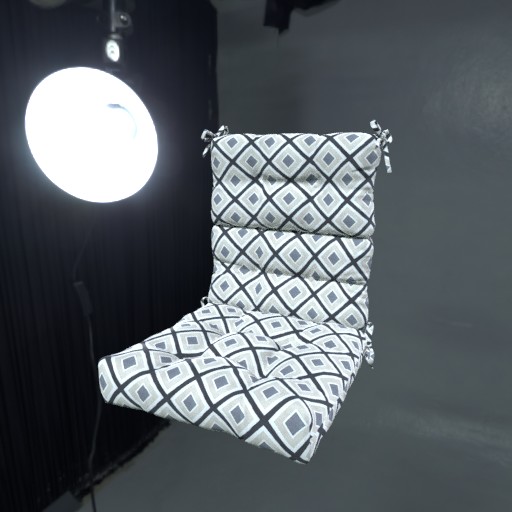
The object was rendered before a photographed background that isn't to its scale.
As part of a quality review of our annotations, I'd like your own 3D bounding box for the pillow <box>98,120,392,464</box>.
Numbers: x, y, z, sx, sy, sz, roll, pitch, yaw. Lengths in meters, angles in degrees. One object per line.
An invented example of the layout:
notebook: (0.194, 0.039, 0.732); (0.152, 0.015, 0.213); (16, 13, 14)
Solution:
pillow: (0.000, 0.000, 1.011); (0.519, 0.605, 0.571); (7, 15, 25)
